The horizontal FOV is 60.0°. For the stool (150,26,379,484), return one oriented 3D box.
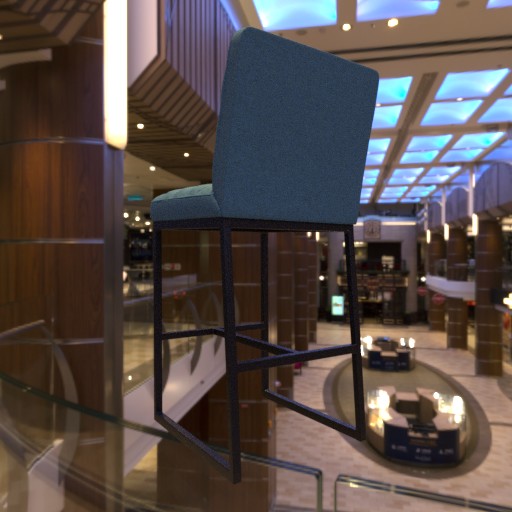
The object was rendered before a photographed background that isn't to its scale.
[{"bbox_3d":[0.000,0.000,1.320,0.460,1.040,0.560,0,0,-34],"label":"stool"}]
